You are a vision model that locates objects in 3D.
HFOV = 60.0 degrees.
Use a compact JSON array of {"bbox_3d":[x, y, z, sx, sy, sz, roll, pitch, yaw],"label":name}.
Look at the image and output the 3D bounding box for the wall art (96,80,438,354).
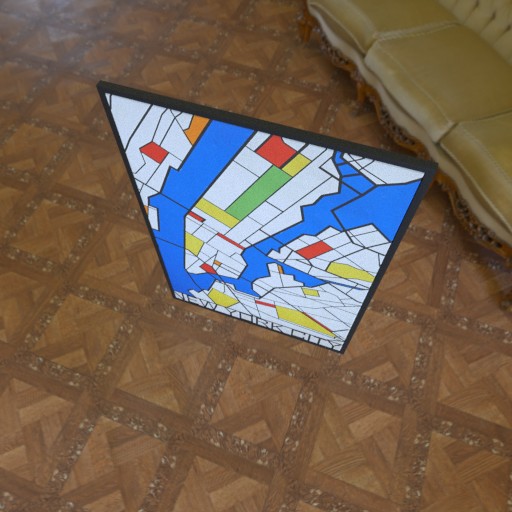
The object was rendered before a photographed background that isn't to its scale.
[{"bbox_3d":[0.000,0.000,0.850,0.460,0.660,0.013,17,60,10],"label":"wall art"}]
